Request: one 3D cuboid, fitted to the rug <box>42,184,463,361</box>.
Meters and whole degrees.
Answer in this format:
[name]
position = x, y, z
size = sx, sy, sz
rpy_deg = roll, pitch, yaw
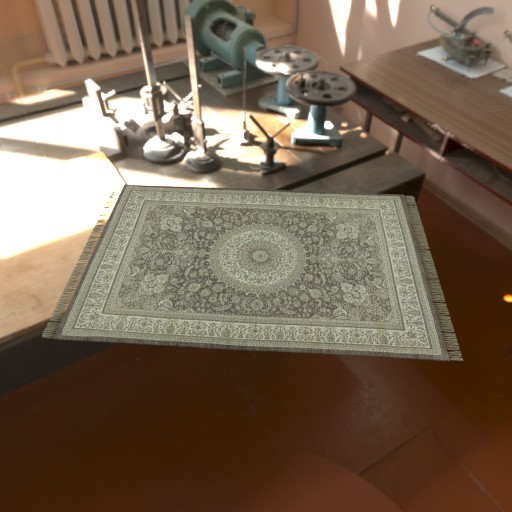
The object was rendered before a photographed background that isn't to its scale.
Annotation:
[rug]
position = 0.000, 0.000, 4.323
size = 3.422, 0.015, 2.143
rpy_deg = 3, 45, 3
